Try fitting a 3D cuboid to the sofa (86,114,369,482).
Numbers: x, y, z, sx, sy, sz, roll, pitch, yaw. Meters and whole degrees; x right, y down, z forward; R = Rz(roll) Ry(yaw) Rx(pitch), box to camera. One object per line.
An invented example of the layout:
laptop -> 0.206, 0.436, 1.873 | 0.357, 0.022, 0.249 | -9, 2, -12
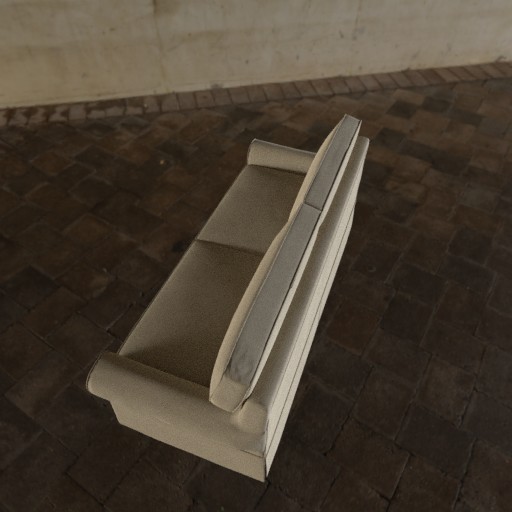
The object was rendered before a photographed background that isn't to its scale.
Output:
sofa -> 0.000, 0.000, 2.710 | 0.900, 1.014, 2.246 | 15, 48, 14
